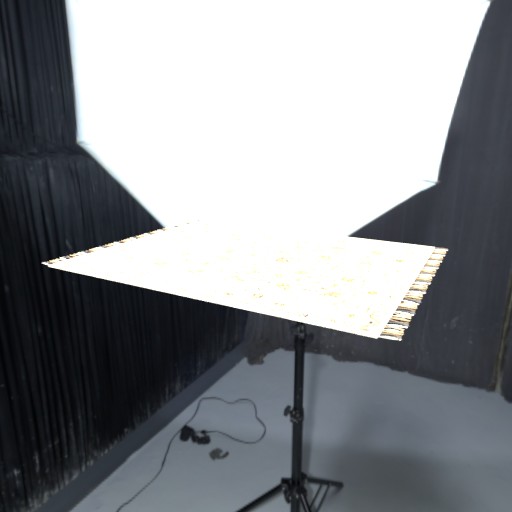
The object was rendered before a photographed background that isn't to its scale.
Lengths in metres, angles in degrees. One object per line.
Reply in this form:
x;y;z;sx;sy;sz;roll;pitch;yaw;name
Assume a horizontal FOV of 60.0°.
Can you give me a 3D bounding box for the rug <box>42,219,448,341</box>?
0.000;0.000;2.308;1.726;0.009;1.278;9;18;28;rug
